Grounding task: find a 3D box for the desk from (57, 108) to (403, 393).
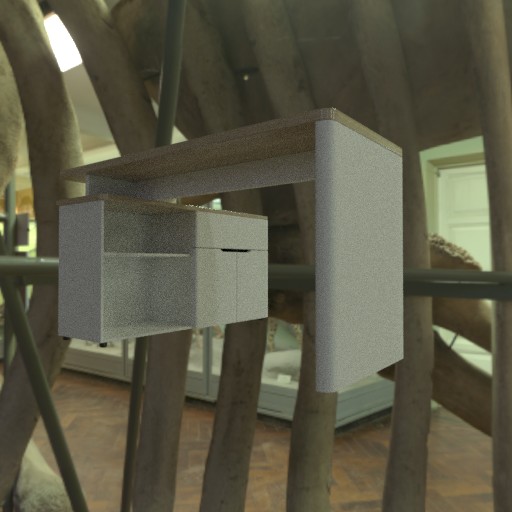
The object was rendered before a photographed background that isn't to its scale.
[{"bbox_3d":[0.000,0.000,2.065,1.400,0.770,1.175,-1,-1,37],"label":"desk"}]
